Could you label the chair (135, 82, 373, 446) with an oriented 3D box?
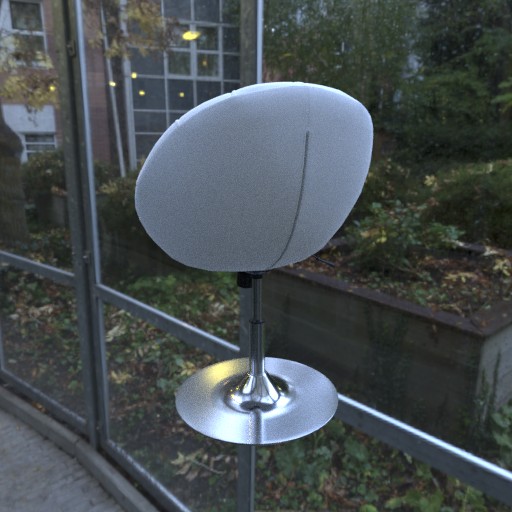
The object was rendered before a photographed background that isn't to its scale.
[{"bbox_3d":[0.000,0.000,1.812,0.940,1.261,0.736,-7,15,-26],"label":"chair"}]
